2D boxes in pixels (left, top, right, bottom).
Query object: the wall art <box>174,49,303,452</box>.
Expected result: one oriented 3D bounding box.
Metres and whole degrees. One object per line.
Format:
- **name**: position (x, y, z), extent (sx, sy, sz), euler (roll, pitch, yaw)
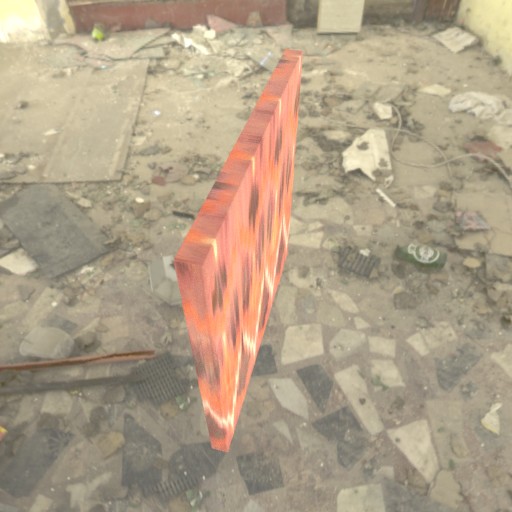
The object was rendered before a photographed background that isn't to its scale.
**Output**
- **wall art**: position (0.000, 0.000, 0.930), extent (0.037, 0.609, 0.603), euler (11, 48, 10)
